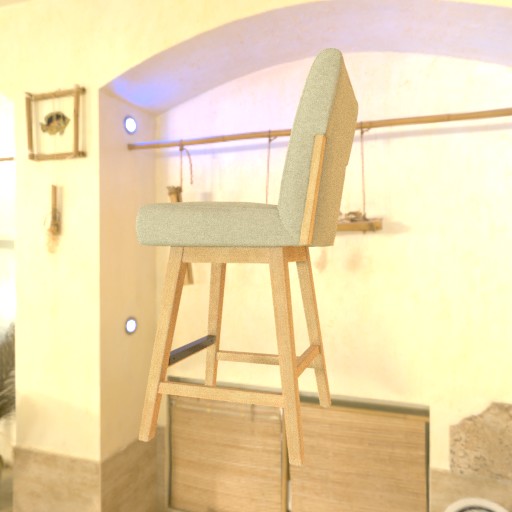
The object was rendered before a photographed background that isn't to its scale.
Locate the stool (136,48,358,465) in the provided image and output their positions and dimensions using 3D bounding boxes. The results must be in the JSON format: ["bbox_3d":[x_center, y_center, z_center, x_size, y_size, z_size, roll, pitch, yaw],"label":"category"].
[{"bbox_3d":[0.000,0.000,1.431,0.606,1.085,0.507,0,1,19],"label":"stool"}]
